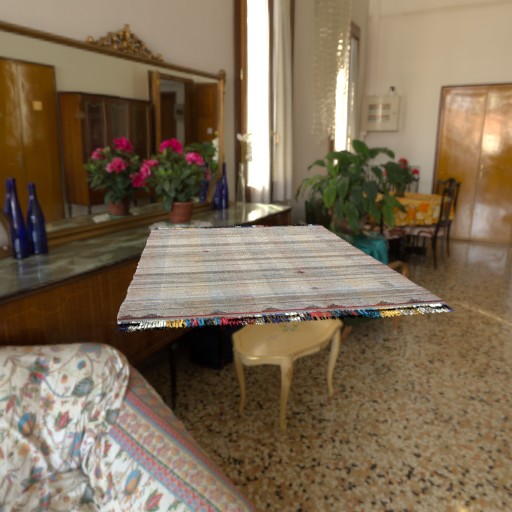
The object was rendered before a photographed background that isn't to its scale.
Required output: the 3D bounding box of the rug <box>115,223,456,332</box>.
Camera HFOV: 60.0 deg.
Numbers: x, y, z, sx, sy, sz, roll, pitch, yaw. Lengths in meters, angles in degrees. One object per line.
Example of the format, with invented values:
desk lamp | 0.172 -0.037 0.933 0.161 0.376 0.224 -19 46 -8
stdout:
rug | 0.000 0.000 2.360 1.217 0.012 1.848 -2 14 -8
